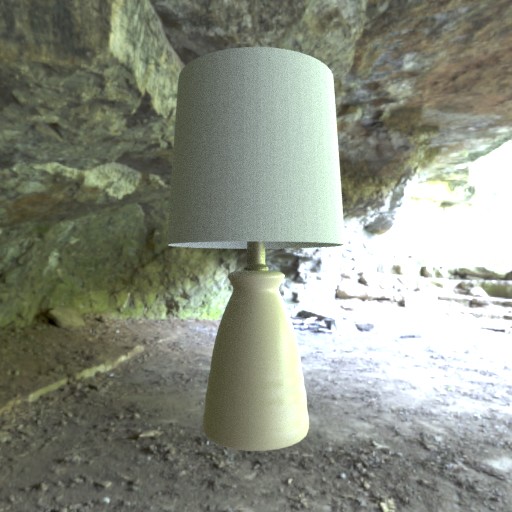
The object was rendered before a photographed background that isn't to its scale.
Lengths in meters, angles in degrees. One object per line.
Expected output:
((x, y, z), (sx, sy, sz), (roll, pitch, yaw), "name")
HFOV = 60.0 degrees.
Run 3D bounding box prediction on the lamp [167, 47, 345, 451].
((0.000, 0.000, 0.472), (0.186, 0.369, 0.186), (0, -1, 0), "lamp")
